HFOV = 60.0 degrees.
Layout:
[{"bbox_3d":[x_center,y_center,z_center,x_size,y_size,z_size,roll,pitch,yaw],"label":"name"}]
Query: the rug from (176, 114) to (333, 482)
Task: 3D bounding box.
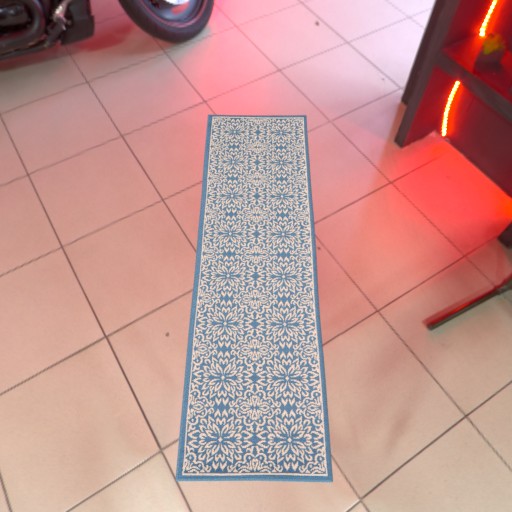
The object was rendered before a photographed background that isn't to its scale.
[{"bbox_3d":[0.000,0.000,2.415,0.662,0.011,2.196,0,60,0],"label":"rug"}]
